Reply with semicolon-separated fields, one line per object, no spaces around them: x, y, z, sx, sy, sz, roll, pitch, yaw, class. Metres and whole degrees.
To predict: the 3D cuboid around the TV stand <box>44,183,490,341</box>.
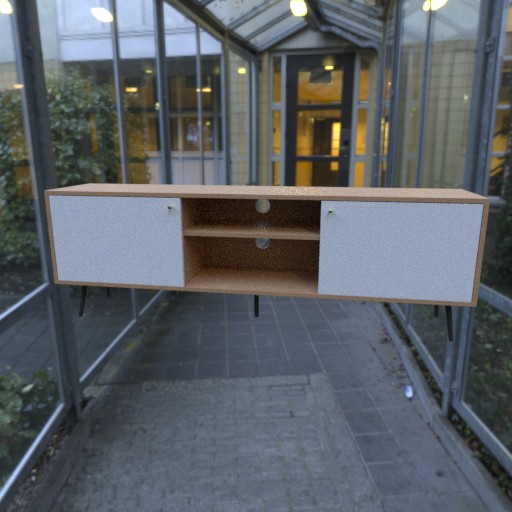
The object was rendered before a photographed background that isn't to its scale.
0.000;0.000;1.965;1.760;0.580;0.400;2;14;9;TV stand
